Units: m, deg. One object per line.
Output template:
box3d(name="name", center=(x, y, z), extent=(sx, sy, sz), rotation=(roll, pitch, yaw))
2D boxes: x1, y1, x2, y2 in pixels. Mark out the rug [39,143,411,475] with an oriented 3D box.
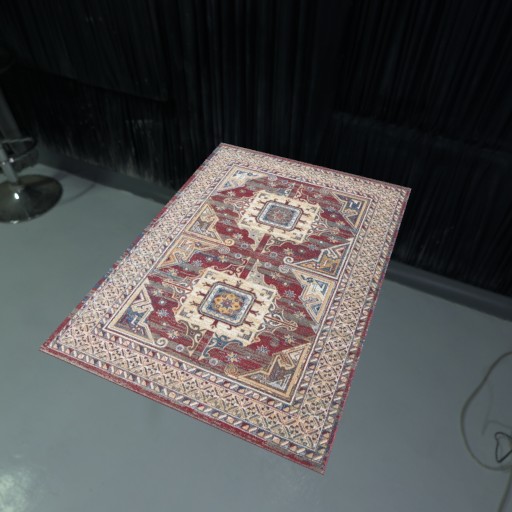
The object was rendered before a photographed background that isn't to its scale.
box3d(name="rug", center=(0.000, 0.000, 2.869), extent=(1.599, 0.011, 2.210), rotation=(17, 49, 16))
